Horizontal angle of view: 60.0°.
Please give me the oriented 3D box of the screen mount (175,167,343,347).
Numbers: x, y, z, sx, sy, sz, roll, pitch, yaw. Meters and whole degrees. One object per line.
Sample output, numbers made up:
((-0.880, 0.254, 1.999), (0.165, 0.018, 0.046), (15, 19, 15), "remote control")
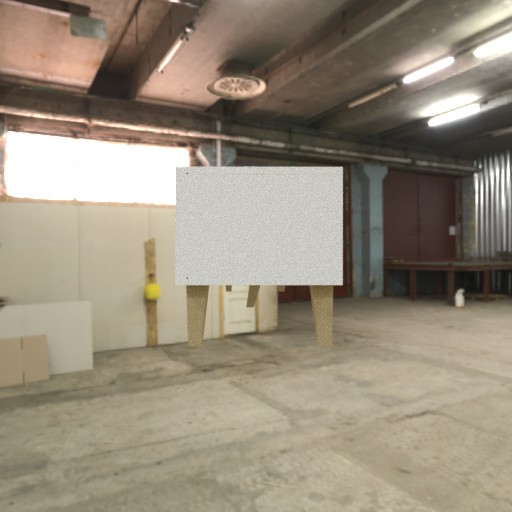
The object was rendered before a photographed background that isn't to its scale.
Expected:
((0.000, 0.000, 1.877), (0.399, 0.432, 1.644), (0, 0, -1), "screen mount")
